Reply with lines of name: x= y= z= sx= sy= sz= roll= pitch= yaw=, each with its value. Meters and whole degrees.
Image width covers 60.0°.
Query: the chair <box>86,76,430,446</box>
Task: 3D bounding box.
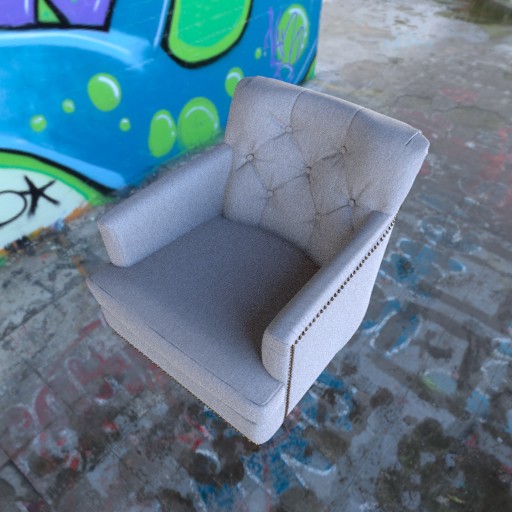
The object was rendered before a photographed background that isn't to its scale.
chair: x=0.000 y=0.000 z=1.508 sx=0.737 sy=0.823 sz=0.902 roll=30 pitch=52 yaw=26
